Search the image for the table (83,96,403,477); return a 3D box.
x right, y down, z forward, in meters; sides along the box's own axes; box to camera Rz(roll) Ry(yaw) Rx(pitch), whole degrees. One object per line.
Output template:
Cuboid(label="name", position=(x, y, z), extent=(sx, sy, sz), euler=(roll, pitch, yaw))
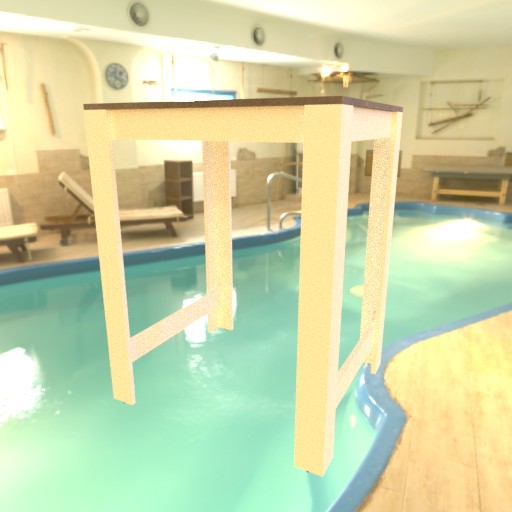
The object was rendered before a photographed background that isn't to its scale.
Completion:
Cuboid(label="table", position=(0.000, 0.000, 1.587), extent=(0.800, 1.020, 0.700), euler=(9, 18, 27))
